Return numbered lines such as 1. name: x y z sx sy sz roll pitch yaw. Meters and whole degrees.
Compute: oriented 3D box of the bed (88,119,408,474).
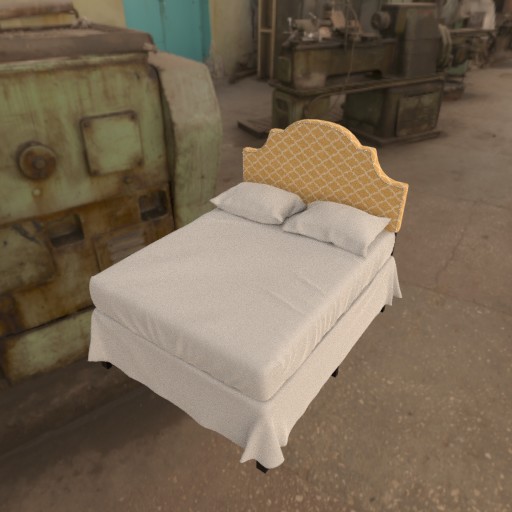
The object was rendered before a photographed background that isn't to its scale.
1. bed: 0.000 0.000 3.400 1.780 1.633 2.222 21 38 29
